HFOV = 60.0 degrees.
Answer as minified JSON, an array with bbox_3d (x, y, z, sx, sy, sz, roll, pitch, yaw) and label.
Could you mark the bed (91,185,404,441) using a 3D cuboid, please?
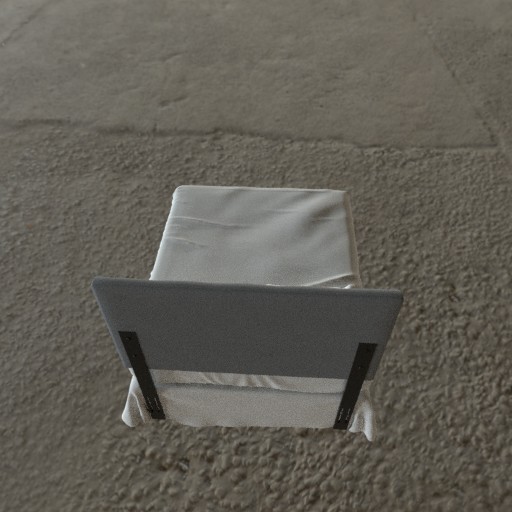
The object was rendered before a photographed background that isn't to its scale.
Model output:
[{"bbox_3d":[0.000,0.000,3.537,1.936,1.577,2.222,2,46,2],"label":"bed"}]
